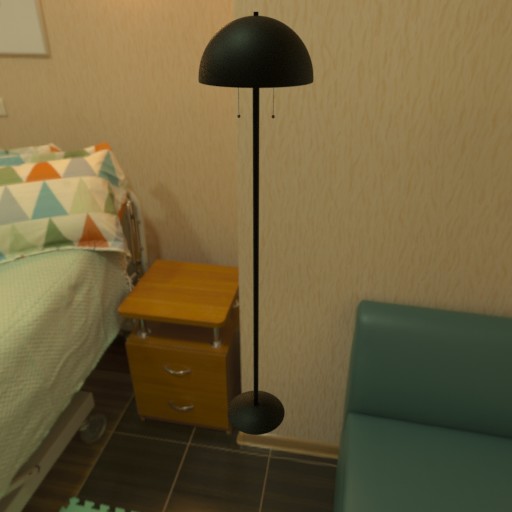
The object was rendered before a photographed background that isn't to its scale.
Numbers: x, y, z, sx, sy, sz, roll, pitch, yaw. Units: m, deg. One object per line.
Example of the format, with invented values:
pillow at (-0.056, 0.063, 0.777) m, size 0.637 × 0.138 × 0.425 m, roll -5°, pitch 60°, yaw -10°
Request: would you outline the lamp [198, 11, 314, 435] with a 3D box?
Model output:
lamp at (0.000, 0.000, 1.533) m, size 0.328 × 1.480 × 0.328 m, roll -9°, pitch 29°, yaw -17°
